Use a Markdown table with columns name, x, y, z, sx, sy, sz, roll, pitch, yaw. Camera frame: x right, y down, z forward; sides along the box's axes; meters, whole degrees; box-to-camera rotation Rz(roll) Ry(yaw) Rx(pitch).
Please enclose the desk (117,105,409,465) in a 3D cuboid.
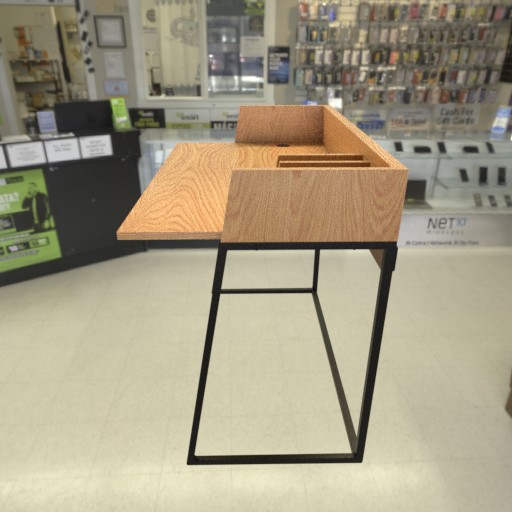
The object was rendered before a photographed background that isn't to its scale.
| name | x | y | z | sx | sy | sz | roll | pitch | yaw |
| --- | --- | --- | --- | --- | --- | --- | --- | --- | --- |
| desk | 0.000 | 0.000 | 1.870 | 0.769 | 1.061 | 1.191 | 0 | 26 | -1 |
